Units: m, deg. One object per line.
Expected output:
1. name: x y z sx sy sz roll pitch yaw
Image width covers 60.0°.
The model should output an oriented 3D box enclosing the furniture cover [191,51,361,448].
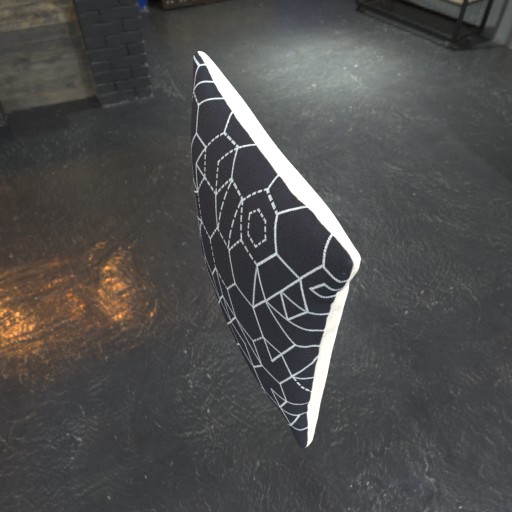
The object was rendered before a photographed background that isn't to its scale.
1. furniture cover: 0.000 0.000 0.773 0.158 0.508 0.517 -17 49 -15
